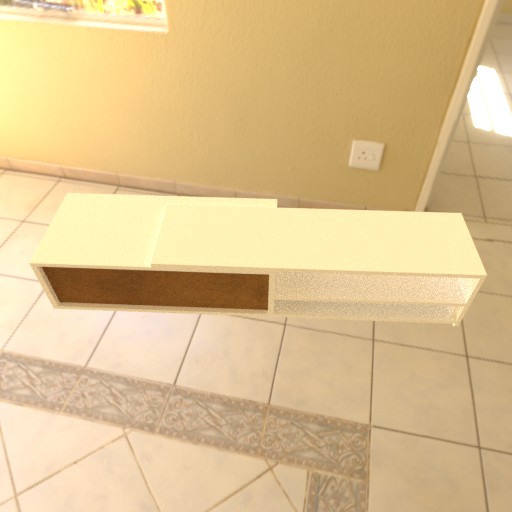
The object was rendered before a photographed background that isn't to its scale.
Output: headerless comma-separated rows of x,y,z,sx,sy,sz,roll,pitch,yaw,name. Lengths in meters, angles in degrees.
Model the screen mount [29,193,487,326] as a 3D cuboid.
0.000,0.000,1.876,1.680,0.320,0.420,2,46,2,screen mount
